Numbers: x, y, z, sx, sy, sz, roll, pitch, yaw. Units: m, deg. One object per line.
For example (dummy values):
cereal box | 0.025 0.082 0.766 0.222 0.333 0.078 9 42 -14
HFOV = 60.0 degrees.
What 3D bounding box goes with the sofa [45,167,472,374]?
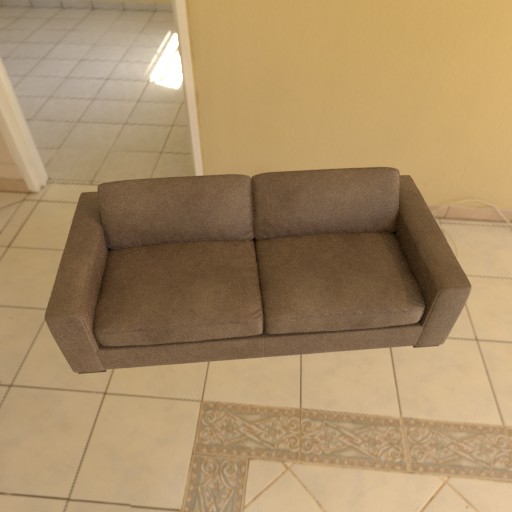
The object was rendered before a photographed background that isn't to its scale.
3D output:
sofa | 0.000 0.000 2.771 2.262 0.801 1.070 -4 46 -4
